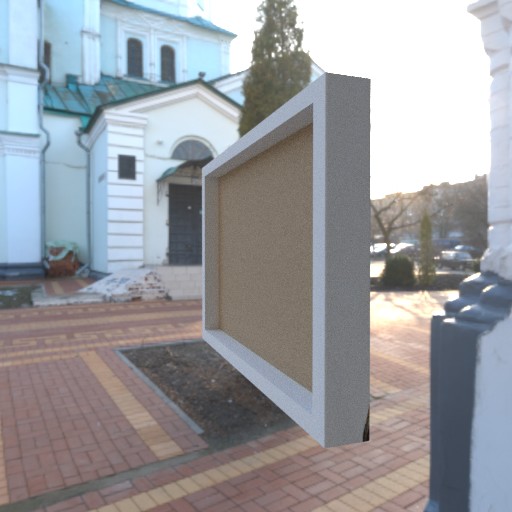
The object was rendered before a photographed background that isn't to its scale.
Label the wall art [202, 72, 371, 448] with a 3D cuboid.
[{"bbox_3d":[0.000,0.000,0.485,0.039,0.254,0.384,0,1,-19],"label":"wall art"}]
